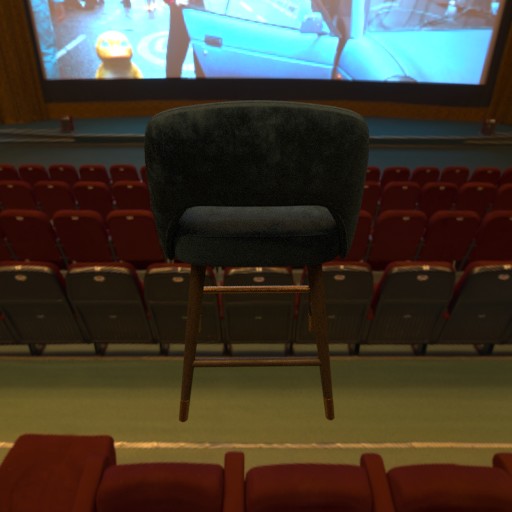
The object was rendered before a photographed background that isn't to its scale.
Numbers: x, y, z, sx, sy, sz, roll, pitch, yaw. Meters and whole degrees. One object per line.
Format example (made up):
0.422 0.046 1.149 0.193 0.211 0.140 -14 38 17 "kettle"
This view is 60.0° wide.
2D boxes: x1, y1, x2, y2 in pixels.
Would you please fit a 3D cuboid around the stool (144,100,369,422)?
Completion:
0.000 0.000 1.268 0.536 0.925 0.524 0 28 -1 "stool"
